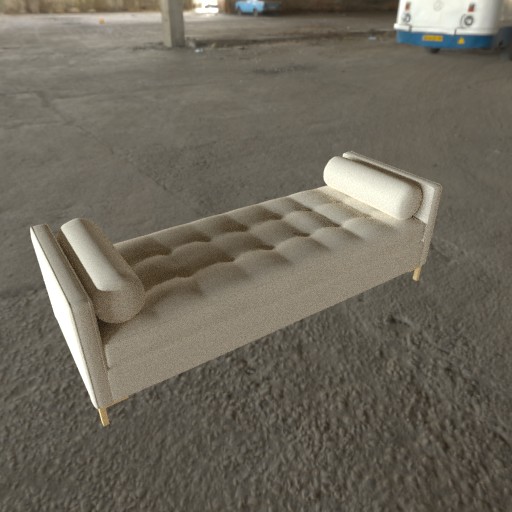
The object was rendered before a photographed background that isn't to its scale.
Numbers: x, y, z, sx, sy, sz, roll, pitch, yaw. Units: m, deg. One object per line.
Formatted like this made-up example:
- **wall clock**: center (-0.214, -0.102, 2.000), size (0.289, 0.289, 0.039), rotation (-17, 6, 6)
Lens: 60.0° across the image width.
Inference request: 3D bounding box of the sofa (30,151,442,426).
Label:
- **sofa**: center (0.000, 0.000, 2.356), size (1.985, 0.641, 0.746), rotation (-19, 36, -28)
